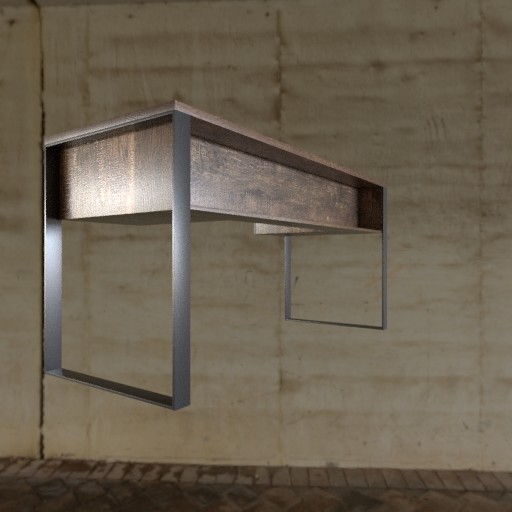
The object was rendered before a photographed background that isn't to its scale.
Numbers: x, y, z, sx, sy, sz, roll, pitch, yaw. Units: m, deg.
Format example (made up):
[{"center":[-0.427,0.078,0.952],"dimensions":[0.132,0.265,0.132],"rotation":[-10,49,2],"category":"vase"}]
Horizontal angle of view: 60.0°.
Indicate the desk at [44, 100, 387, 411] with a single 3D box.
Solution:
[{"center":[0.000,0.000,1.879],"dimensions":[0.599,0.762,1.524],"rotation":[0,0,36],"category":"desk"}]
